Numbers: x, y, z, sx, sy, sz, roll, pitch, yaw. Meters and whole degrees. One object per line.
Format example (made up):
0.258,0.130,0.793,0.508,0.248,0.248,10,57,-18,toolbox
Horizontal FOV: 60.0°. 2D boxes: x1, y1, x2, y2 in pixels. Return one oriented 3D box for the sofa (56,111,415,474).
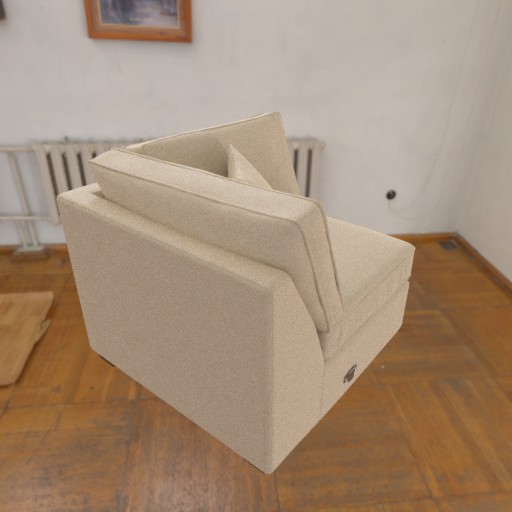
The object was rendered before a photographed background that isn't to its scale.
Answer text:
0.000,0.000,1.945,1.084,1.002,1.146,22,35,34,sofa
